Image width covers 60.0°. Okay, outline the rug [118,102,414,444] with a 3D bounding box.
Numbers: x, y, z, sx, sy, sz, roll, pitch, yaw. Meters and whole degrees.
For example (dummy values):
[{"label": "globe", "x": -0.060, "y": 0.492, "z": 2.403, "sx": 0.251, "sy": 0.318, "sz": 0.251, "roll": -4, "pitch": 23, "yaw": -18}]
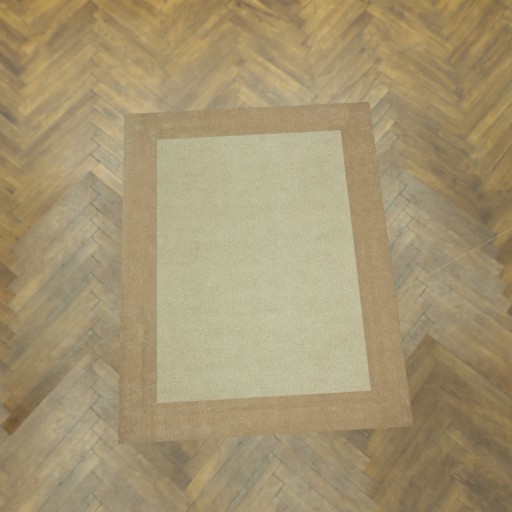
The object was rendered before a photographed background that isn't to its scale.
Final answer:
[{"label": "rug", "x": 0.000, "y": 0.000, "z": 4.026, "sx": 2.438, "sy": 0.014, "sz": 3.048, "roll": -3, "pitch": 76, "yaw": -1}]
